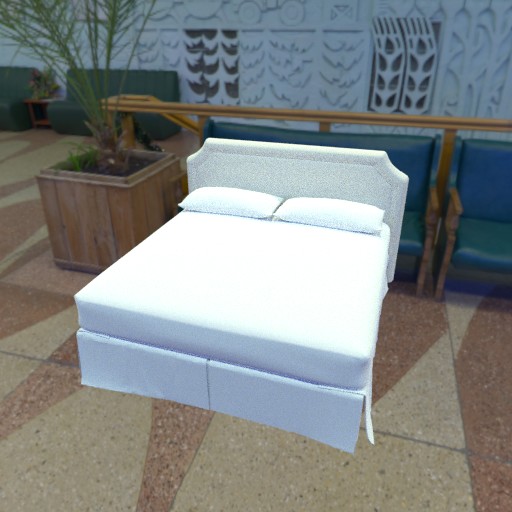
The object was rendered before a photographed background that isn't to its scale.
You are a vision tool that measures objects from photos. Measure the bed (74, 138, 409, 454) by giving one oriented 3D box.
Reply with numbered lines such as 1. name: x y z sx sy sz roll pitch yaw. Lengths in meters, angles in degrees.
1. bed: 0.000 0.000 3.522 2.160 1.301 2.204 9 29 16
